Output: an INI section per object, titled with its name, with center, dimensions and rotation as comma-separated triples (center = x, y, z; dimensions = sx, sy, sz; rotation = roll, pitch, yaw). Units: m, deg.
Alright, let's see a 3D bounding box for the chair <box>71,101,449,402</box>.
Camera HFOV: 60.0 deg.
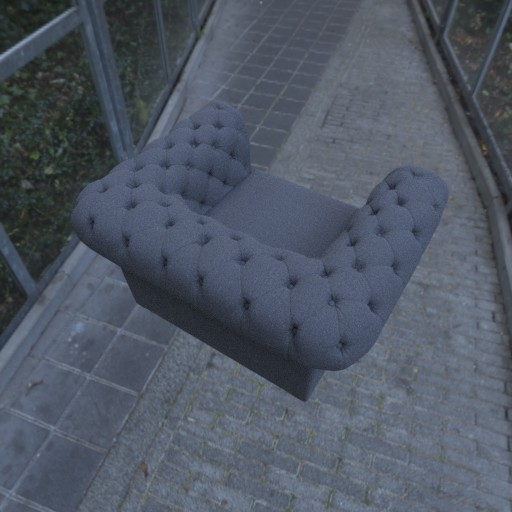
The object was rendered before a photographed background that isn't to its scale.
[chair]
center = 0.000, 0.000, 1.951
dimensions = 1.270, 0.770, 0.976
rotation = 25, 52, 22
